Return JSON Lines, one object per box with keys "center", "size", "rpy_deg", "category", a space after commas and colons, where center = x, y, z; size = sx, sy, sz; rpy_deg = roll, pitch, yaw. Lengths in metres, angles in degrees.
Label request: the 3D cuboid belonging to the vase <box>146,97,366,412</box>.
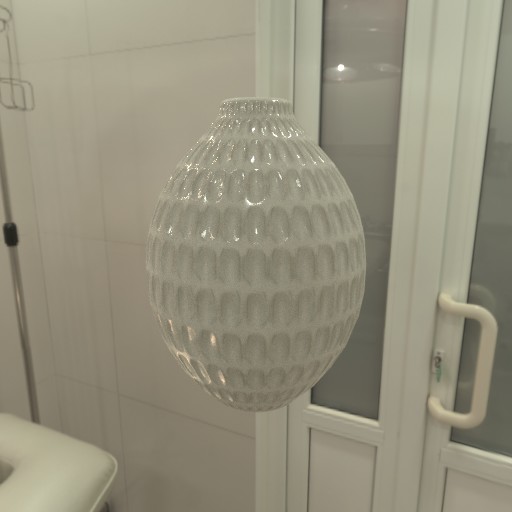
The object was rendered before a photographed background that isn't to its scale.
{"center": [0.000, 0.000, 0.335], "size": [0.162, 0.223, 0.162], "rpy_deg": [0, 14, 0], "category": "vase"}
